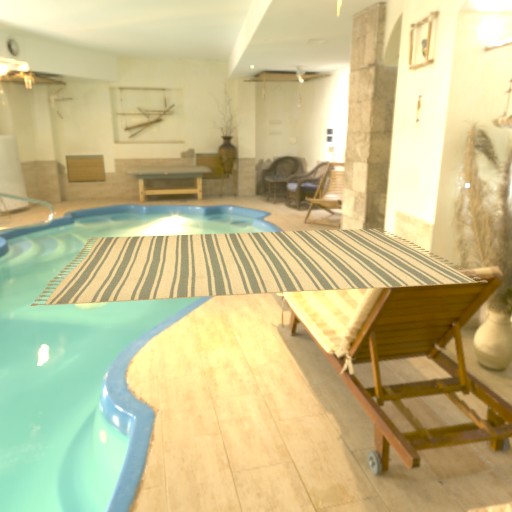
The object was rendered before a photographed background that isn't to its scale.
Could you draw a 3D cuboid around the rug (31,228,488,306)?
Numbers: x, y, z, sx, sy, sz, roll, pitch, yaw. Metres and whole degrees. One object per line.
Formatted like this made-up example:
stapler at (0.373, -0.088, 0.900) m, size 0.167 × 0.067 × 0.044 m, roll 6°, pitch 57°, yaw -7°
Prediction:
rug at (0.000, 0.000, 2.548) m, size 2.084 × 0.009 × 1.222 m, roll -2°, pitch 16°, yaw -8°
